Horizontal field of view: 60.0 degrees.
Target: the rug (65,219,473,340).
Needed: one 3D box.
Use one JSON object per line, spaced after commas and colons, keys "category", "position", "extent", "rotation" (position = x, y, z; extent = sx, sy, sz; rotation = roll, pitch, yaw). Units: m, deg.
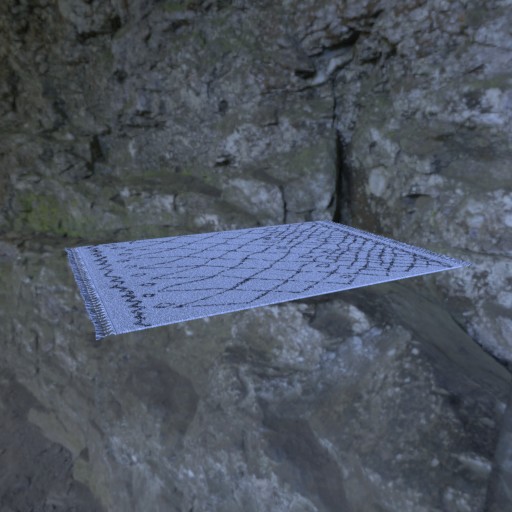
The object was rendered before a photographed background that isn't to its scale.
{"category": "rug", "position": [0.000, 0.000, 3.040], "extent": [2.312, 0.017, 1.613], "rotation": [-8, 18, -26]}
